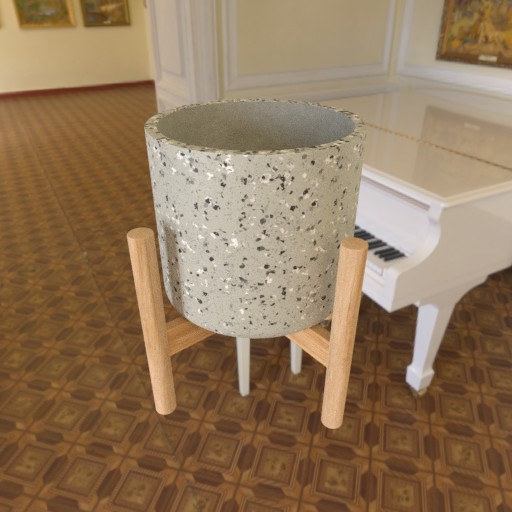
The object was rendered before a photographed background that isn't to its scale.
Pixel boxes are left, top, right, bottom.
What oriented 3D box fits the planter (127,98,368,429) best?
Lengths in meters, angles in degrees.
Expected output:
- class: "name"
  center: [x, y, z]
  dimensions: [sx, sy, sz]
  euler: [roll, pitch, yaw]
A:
- class: "planter"
  center: [0.000, 0.000, 0.533]
  dimensions: [0.284, 0.320, 0.284]
  euler: [-9, 32, -14]
